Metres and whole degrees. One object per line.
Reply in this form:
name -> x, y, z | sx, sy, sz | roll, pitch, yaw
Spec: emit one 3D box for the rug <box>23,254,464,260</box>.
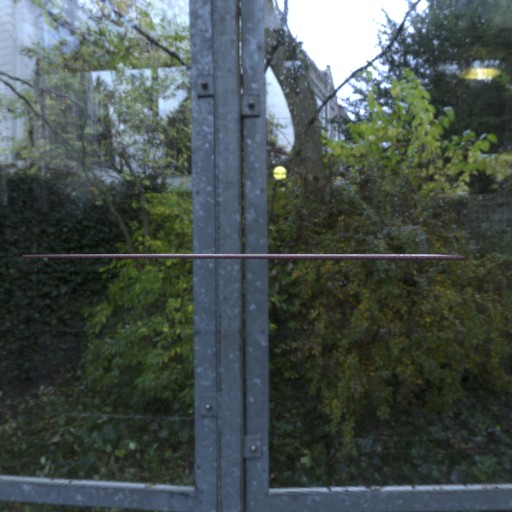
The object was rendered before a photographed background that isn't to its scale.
rug -> 0.000, 0.000, 5.737 | 4.578, 0.033, 3.033 | 0, 0, 19
